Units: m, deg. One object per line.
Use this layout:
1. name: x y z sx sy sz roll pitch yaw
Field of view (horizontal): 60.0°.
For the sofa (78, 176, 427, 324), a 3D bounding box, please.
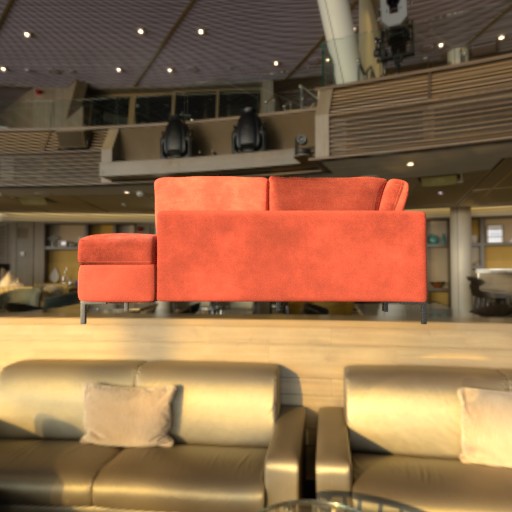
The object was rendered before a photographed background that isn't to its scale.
1. sofa: 0.000 0.000 3.908 1.981 0.858 2.971 0 -2 1
